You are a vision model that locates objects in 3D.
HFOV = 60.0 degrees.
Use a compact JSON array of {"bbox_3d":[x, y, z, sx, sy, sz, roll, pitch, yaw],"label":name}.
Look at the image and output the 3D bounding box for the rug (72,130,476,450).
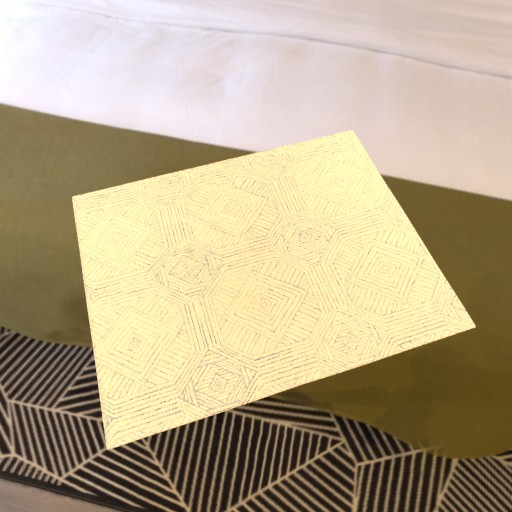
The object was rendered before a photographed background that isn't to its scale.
[{"bbox_3d":[0.000,0.000,4.046,3.049,0.015,2.457,-16,60,-9],"label":"rug"}]
